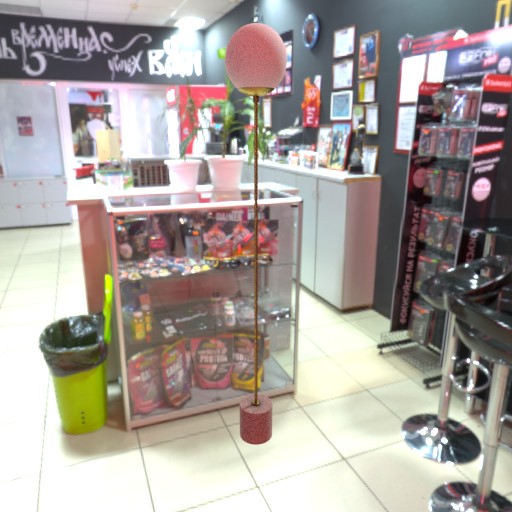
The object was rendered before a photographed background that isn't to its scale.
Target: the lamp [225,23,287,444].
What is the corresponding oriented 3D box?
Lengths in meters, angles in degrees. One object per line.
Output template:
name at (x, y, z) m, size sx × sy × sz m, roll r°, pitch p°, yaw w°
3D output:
lamp at (0.000, 0.000, 1.846) m, size 0.229 × 1.748 × 0.229 m, roll 3°, pitch 17°, yaw 10°
